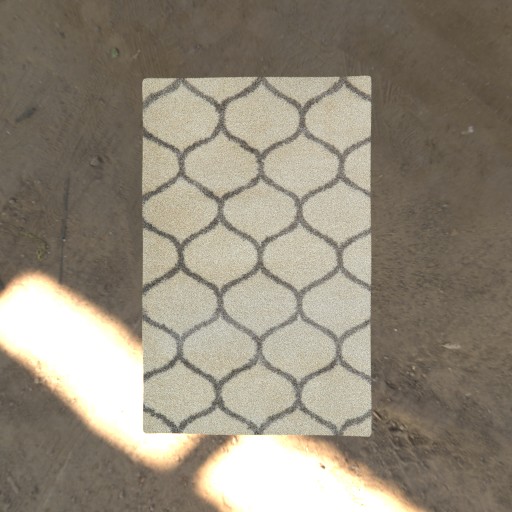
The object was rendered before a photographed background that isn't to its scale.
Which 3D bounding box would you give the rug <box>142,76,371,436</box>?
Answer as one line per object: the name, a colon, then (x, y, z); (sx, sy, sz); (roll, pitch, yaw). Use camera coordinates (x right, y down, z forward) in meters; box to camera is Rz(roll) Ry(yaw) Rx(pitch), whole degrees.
rug: (0.000, 0.000, 2.911); (1.501, 0.024, 2.348); (0, 90, 2)
